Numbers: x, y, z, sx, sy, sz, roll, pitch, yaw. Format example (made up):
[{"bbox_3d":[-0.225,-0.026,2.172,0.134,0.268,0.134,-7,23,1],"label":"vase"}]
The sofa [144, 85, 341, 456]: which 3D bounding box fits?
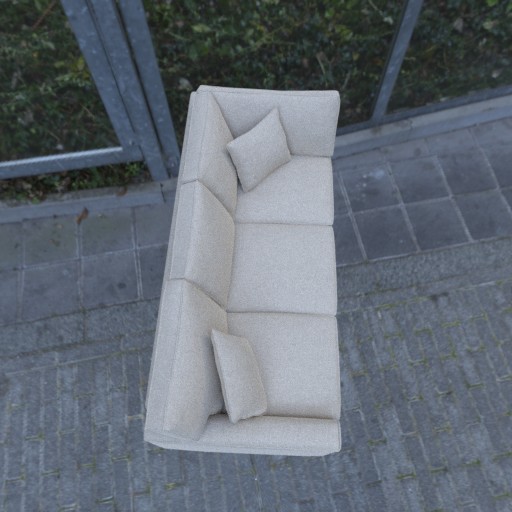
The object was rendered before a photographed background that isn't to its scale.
[{"bbox_3d":[0.000,0.000,2.883,1.061,0.962,2.317,2,63,1],"label":"sofa"}]
